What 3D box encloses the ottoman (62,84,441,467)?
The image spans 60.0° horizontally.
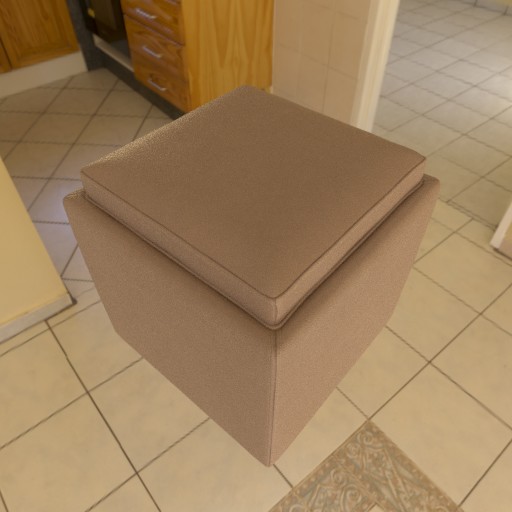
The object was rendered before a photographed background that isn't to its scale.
[{"bbox_3d":[0.000,0.000,0.820,0.451,0.460,0.450,32,54,27],"label":"ottoman"}]
